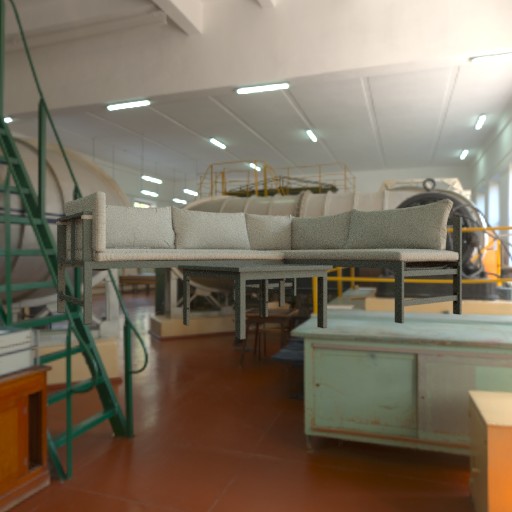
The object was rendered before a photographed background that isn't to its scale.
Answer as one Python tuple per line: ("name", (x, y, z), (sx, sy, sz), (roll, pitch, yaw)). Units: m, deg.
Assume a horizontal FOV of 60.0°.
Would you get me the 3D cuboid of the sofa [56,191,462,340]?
("sofa", (0.000, 0.000, 2.911), (2.096, 0.758, 1.658), (0, 0, -37))
